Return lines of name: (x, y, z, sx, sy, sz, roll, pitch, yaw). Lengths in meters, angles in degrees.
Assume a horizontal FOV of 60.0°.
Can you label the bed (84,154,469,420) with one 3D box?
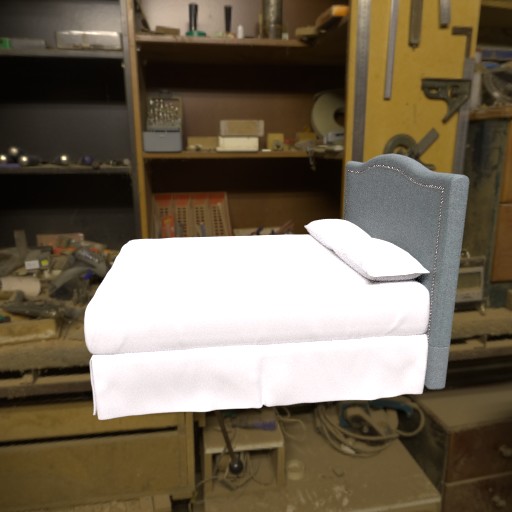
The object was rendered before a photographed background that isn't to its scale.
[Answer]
bed: (0.000, 0.000, 3.264, 2.143, 1.460, 1.753, -2, 15, -8)
